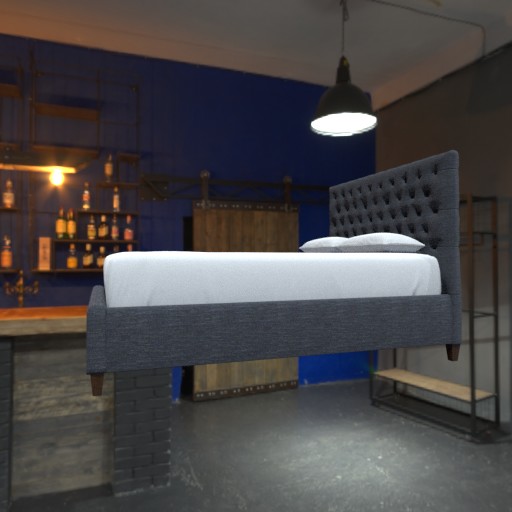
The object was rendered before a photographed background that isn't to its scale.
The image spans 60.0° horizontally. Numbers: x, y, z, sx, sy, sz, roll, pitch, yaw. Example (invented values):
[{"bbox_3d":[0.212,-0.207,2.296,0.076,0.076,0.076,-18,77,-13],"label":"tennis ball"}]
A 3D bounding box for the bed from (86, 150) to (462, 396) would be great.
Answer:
[{"bbox_3d":[0.000,0.000,3.395,2.387,1.427,1.698,0,0,-19],"label":"bed"}]
